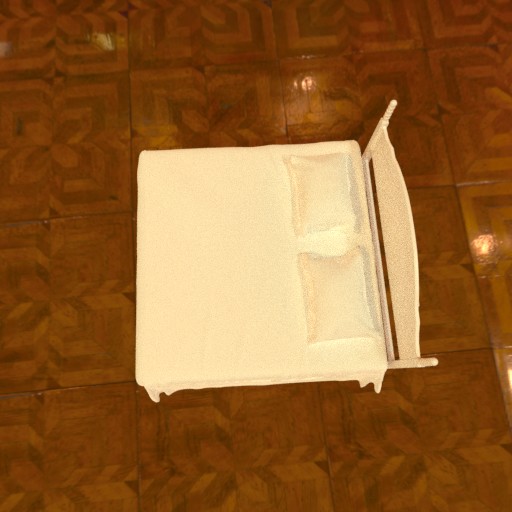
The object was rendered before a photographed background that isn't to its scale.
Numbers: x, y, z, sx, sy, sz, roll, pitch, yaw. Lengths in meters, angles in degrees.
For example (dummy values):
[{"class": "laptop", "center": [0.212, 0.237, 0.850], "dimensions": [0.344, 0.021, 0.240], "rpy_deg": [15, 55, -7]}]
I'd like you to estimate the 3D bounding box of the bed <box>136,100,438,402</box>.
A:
[{"class": "bed", "center": [0.000, 0.000, 3.645], "dimensions": [2.219, 1.355, 2.322], "rpy_deg": [-3, 75, -1]}]
